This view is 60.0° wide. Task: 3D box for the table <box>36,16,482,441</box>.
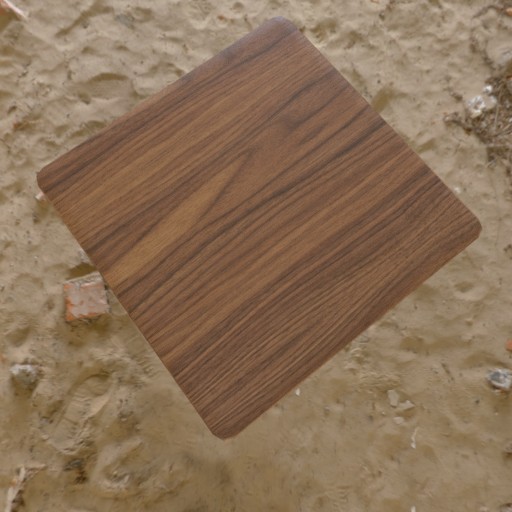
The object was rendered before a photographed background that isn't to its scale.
[{"bbox_3d":[0.000,0.000,0.959,0.480,0.641,0.479,-37,78,-9],"label":"table"}]
